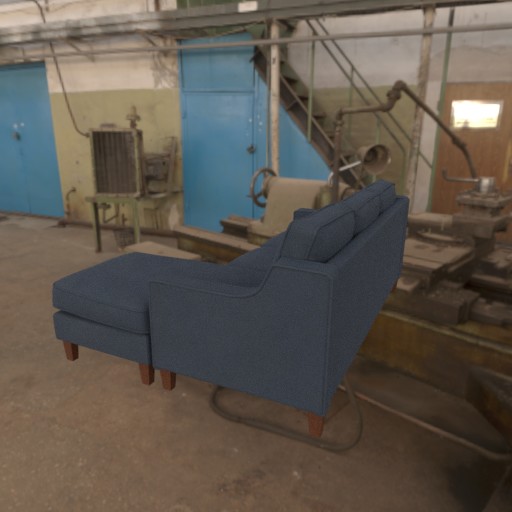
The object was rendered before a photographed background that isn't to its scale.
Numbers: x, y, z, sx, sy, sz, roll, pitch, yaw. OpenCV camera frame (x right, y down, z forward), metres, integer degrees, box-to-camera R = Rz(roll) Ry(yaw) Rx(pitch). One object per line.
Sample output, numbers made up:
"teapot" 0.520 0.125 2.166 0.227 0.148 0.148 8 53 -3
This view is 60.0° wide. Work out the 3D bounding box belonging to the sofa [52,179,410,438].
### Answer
"sofa" 0.000 0.000 3.371 1.858 1.066 2.317 8 19 25
